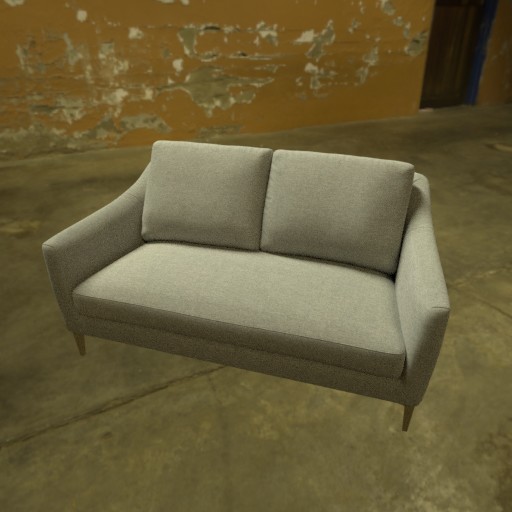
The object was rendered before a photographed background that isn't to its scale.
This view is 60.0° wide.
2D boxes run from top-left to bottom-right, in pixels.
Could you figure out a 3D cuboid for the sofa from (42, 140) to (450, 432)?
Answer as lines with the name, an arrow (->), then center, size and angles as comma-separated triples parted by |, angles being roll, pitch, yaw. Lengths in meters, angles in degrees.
sofa -> 0.000, 0.000, 2.103 | 1.619, 0.904, 0.960 | 8, 28, 16
